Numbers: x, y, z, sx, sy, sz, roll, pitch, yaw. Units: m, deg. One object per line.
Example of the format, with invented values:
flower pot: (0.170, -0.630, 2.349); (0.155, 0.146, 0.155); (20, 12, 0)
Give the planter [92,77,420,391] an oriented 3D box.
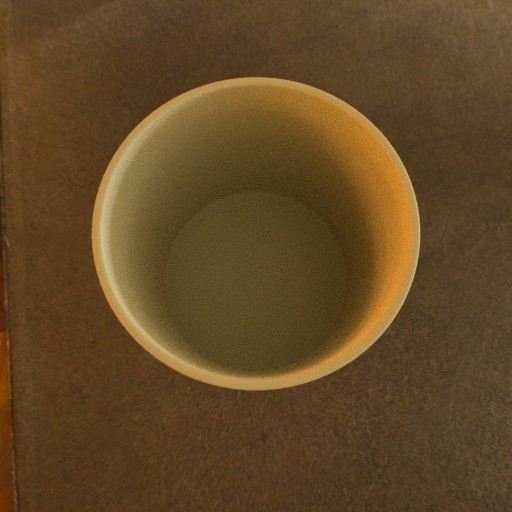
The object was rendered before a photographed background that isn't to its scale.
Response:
planter: (0.000, 0.000, 0.397); (0.221, 0.201, 0.221); (0, 76, 0)
